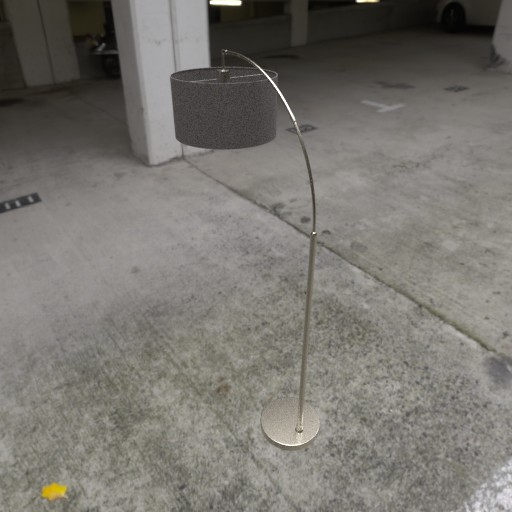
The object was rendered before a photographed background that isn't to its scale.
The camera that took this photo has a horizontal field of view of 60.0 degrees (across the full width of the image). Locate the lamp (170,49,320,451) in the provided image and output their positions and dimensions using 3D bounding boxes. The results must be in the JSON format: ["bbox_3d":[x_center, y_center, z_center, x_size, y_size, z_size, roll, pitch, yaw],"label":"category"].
[{"bbox_3d":[0.000,0.000,2.093,0.452,1.735,0.934,-19,35,-29],"label":"lamp"}]
